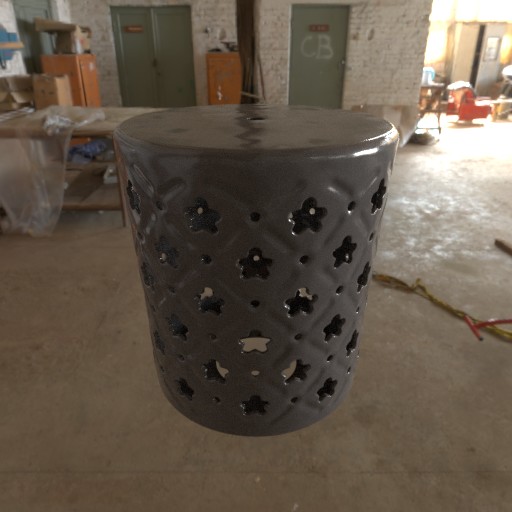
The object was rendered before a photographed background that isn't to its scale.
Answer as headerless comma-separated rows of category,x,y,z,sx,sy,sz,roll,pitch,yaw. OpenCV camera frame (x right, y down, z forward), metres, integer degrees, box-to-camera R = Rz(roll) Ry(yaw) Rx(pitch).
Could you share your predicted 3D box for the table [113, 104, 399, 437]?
table,0.000,0.000,0.645,0.352,0.387,0.352,0,26,0
